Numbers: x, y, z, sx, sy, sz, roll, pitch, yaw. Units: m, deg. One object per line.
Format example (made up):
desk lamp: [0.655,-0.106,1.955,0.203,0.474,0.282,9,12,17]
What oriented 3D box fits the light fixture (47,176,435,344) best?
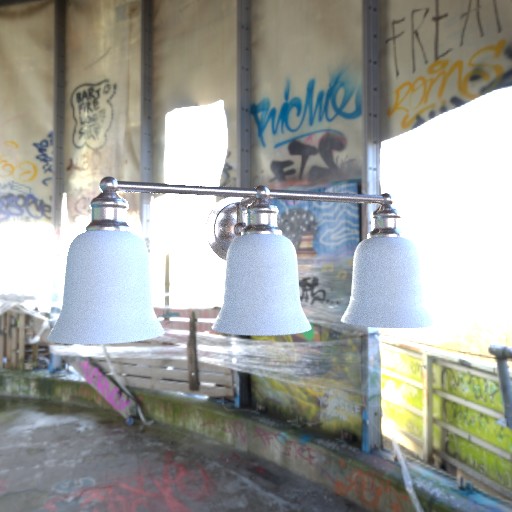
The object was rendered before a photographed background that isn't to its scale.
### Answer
light fixture: [0.000,0.000,0.675,0.570,0.211,0.198,0,-1,-18]
